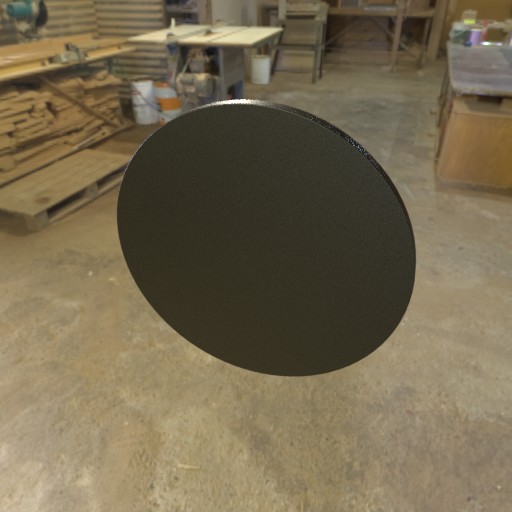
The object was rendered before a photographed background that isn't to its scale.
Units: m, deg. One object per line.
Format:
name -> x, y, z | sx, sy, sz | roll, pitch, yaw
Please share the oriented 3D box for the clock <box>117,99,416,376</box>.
clock -> 0.000, 0.000, 0.668 | 0.454, 0.454, 0.038 | 10, 33, 16
